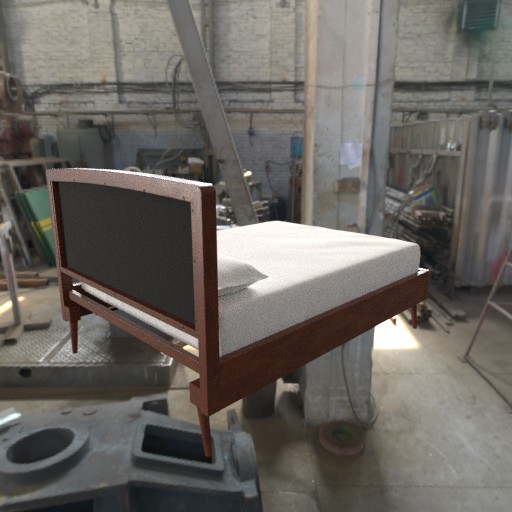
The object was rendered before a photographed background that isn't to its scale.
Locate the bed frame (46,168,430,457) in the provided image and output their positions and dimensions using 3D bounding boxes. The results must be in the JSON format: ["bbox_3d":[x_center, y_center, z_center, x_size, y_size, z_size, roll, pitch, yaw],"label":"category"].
[{"bbox_3d":[0.000,0.000,3.143,2.171,1.279,1.587,-14,20,-43],"label":"bed frame"}]
